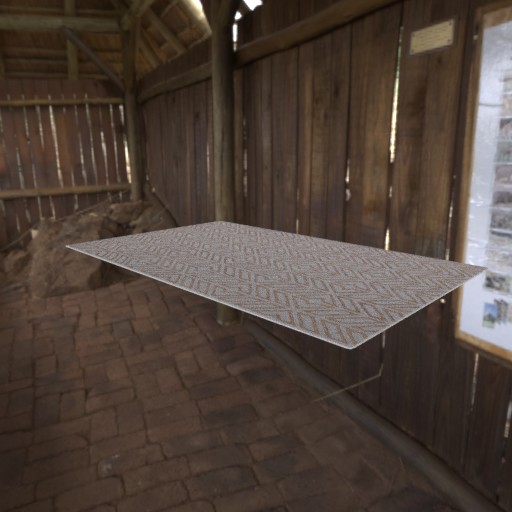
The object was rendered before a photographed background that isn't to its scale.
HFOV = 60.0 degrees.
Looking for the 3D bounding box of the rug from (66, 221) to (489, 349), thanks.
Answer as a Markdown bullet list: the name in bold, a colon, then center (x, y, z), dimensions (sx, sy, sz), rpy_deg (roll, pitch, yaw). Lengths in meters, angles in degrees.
- **rug**: center (0.000, 0.000, 2.959), dimensions (2.438, 0.008, 1.523), rpy_deg (13, 19, 43)
